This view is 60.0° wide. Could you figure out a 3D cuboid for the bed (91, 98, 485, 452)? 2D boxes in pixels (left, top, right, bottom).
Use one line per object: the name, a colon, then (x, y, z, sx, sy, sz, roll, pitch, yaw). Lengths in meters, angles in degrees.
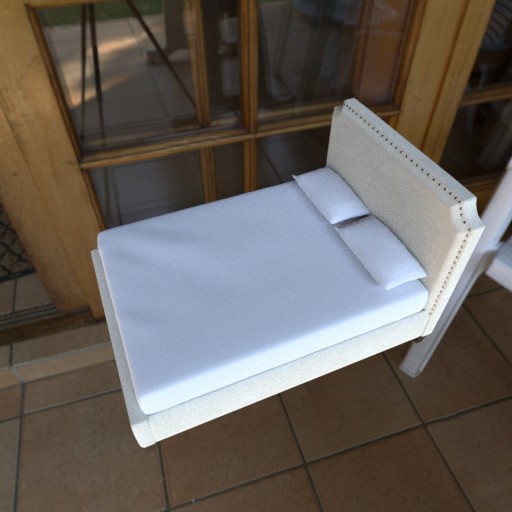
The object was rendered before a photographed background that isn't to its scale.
bed: (0.000, 0.000, 3.402, 2.381, 1.457, 1.713, -17, 48, -16)
